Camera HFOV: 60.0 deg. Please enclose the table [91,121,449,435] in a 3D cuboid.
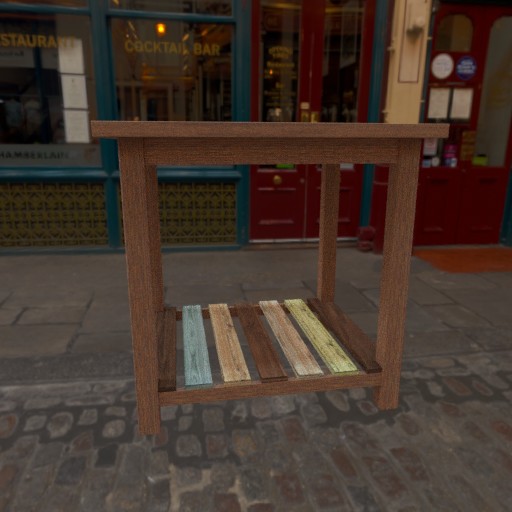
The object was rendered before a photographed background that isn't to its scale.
[{"bbox_3d":[0.000,0.000,1.144,0.660,0.635,0.559,-2,14,-10],"label":"table"}]
